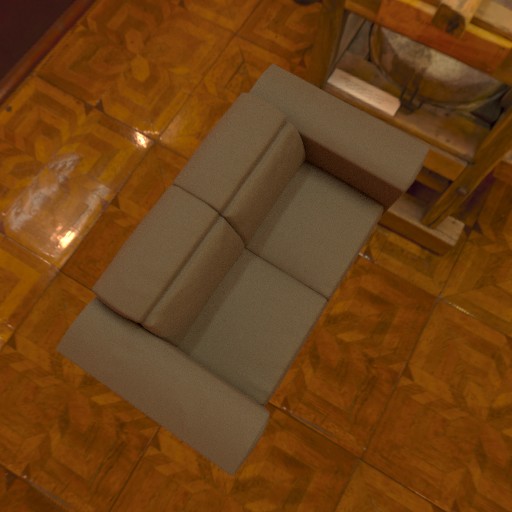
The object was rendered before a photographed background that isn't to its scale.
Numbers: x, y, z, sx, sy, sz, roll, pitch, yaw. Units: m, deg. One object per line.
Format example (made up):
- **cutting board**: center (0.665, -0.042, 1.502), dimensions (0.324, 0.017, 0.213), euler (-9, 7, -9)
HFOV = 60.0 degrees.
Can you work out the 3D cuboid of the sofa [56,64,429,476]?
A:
- **sofa**: center (0.000, 0.000, 2.395), dimensions (1.003, 0.779, 1.895), euler (32, 76, 9)
